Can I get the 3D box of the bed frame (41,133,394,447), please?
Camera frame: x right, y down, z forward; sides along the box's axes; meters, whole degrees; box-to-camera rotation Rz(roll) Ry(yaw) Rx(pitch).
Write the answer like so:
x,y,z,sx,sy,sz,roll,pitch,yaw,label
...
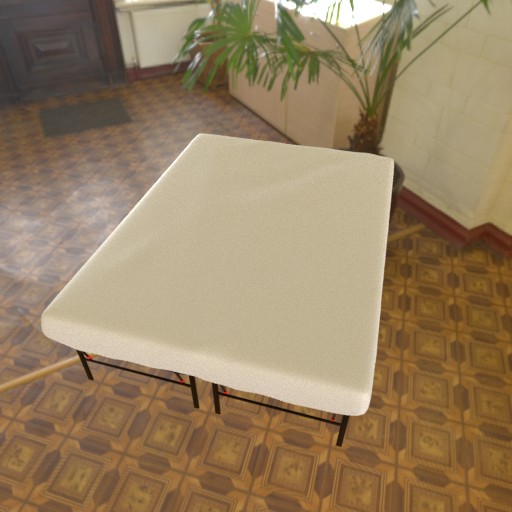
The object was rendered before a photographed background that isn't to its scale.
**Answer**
x,y,z,sx,sy,sz,roll,pitch,yaw,label
0.000,0.000,2.881,1.584,0.667,2.151,11,42,12,bed frame
